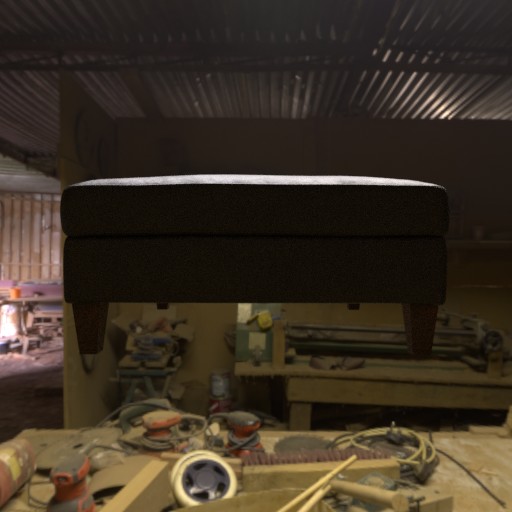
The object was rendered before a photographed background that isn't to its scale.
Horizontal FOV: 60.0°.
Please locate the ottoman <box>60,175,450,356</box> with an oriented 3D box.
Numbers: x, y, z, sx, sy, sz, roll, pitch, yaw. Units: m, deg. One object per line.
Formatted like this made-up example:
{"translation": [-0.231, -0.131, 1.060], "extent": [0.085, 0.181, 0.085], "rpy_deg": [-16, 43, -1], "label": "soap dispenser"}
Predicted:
{"translation": [0.000, 0.000, 1.325], "extent": [0.844, 0.415, 0.836], "rpy_deg": [0, 1, 1], "label": "ottoman"}
